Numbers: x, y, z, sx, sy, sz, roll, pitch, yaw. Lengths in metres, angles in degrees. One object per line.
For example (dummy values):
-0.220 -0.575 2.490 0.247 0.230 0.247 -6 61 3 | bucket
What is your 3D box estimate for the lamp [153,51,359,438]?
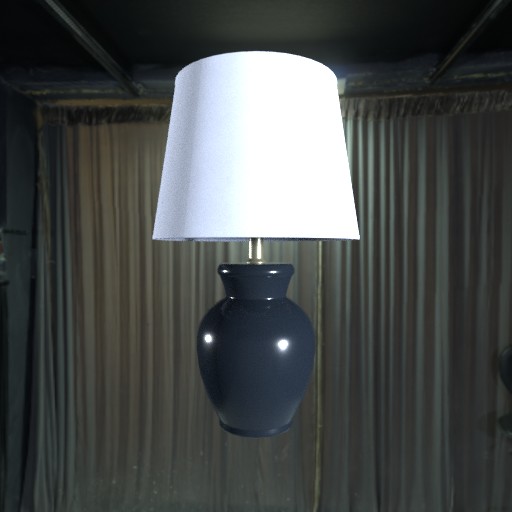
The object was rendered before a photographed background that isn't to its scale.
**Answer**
0.000 0.000 0.526 0.239 0.399 0.239 0 1 0 | lamp
